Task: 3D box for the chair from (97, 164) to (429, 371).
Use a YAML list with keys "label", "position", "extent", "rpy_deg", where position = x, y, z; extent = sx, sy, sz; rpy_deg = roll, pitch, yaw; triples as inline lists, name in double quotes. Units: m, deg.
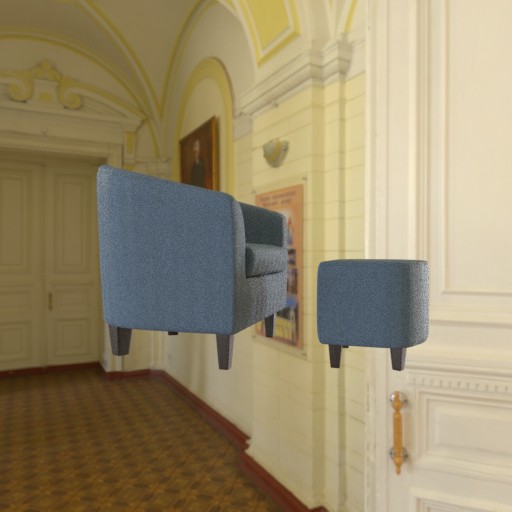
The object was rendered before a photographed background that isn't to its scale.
- label: "chair"
  position: [0.000, 0.000, 1.768]
  extent: [1.288, 0.757, 0.756]
  rpy_deg: [0, 1, 17]
